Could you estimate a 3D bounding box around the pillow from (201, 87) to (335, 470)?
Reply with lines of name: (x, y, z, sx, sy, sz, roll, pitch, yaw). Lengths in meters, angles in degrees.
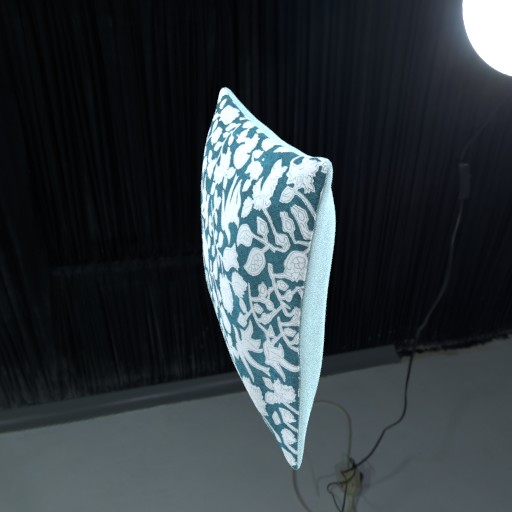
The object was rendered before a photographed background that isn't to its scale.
pillow: (0.000, 0.000, 0.806, 0.166, 0.508, 0.525, -8, 30, -14)
